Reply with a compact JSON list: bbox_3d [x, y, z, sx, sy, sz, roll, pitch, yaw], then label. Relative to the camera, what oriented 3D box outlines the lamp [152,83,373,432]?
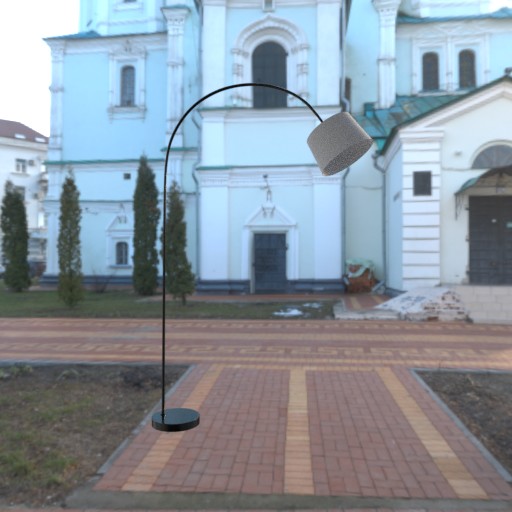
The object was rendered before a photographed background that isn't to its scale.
[{"bbox_3d":[0.000,0.000,2.652,1.363,2.104,0.331,0,-1,18],"label":"lamp"}]
